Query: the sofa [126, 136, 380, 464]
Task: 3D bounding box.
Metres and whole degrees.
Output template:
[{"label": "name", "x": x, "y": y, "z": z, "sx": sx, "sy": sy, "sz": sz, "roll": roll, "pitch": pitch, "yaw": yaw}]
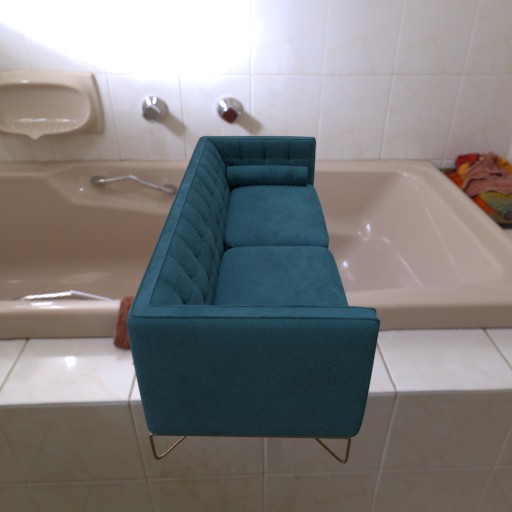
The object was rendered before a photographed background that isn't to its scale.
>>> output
[{"label": "sofa", "x": 0.000, "y": 0.000, "z": 2.522, "sx": 0.867, "sy": 0.789, "sz": 2.087, "roll": 0, "pitch": 31, "yaw": 0}]
